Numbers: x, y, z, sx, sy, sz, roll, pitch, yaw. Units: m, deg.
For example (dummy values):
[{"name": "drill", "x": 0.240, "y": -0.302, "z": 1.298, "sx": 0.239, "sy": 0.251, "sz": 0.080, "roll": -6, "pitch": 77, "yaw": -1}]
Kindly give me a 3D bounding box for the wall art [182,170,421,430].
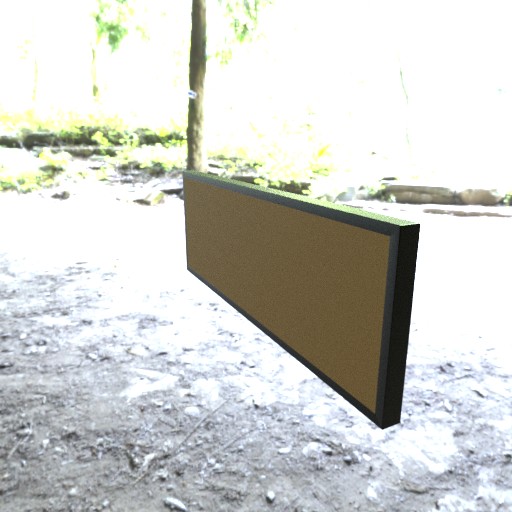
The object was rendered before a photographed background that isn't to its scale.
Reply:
[{"name": "wall art", "x": 0.000, "y": 0.000, "z": 0.977, "sx": 0.037, "sy": 0.303, "sz": 0.860, "roll": -8, "pitch": 18, "yaw": -26}]
